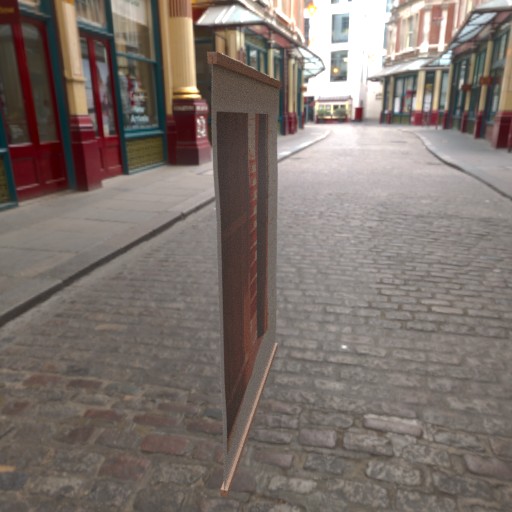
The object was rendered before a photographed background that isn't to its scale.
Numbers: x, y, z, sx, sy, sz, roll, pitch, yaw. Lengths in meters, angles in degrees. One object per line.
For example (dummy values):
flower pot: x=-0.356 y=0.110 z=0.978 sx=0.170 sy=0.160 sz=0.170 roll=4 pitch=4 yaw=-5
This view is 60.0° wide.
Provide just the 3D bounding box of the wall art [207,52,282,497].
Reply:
wall art: x=0.000 y=0.000 z=1.298 sx=0.020 sy=1.013 sz=0.758 roll=4 pitch=18 yaw=11
